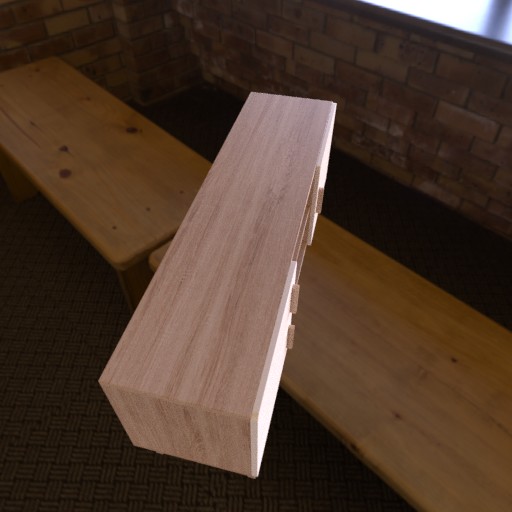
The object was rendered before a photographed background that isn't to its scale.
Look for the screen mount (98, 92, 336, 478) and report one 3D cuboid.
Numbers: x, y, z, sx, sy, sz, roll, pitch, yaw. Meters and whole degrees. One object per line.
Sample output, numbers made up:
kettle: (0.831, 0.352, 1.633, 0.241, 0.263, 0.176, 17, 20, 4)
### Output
screen mount: (0.000, 0.000, 1.747, 0.420, 0.570, 1.500, 10, 48, 9)
